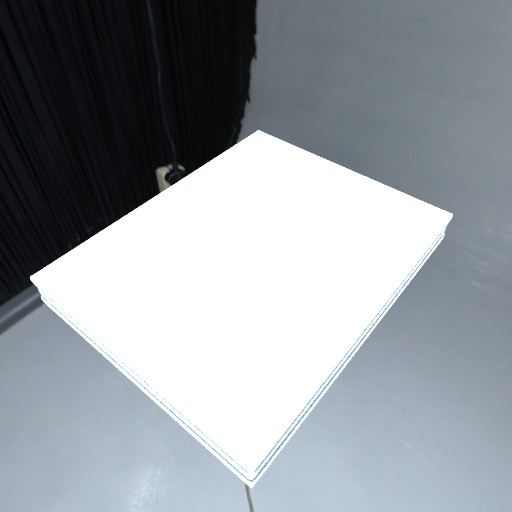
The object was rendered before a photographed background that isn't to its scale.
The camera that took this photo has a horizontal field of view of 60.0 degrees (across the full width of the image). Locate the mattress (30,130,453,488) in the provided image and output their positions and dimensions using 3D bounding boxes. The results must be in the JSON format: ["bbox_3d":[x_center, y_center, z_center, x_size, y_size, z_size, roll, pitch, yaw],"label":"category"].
[{"bbox_3d":[0.000,0.000,2.704,1.600,0.230,2.000,31,54,26],"label":"mattress"}]
